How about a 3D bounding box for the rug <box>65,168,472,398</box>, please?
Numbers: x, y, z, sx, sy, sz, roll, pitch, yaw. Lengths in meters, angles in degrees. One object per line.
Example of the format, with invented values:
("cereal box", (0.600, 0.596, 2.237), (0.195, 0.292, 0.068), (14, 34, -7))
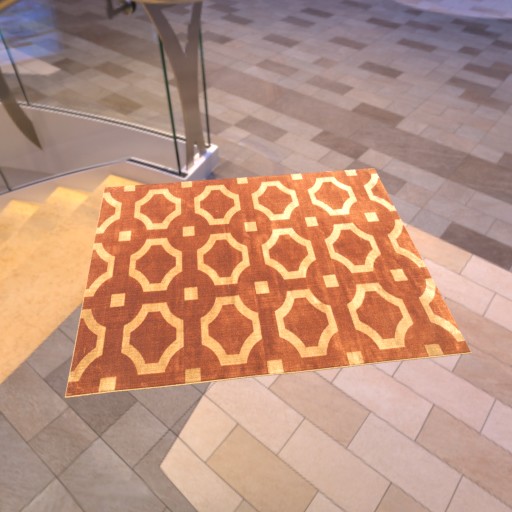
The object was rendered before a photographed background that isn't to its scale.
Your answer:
("rug", (0.000, 0.000, 4.134), (3.049, 0.021, 2.466), (-5, 46, -5))
